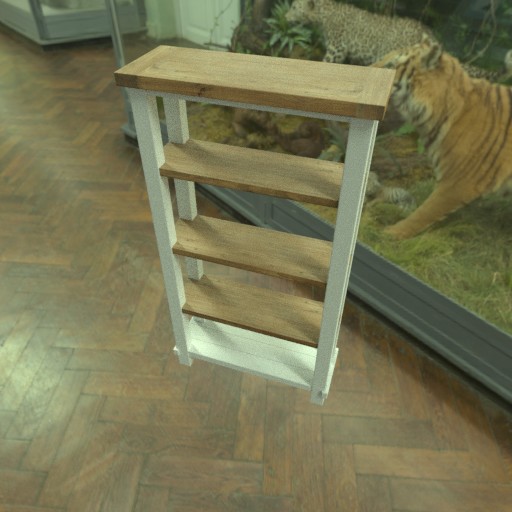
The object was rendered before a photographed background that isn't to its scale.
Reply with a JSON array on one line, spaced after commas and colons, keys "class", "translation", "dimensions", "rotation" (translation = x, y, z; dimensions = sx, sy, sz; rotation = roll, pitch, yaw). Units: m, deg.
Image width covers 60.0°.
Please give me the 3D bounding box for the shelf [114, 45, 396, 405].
[{"class": "shelf", "translation": [0.000, 0.000, 2.318], "dimensions": [1.022, 1.878, 0.381], "rotation": [12, 42, 14]}]
